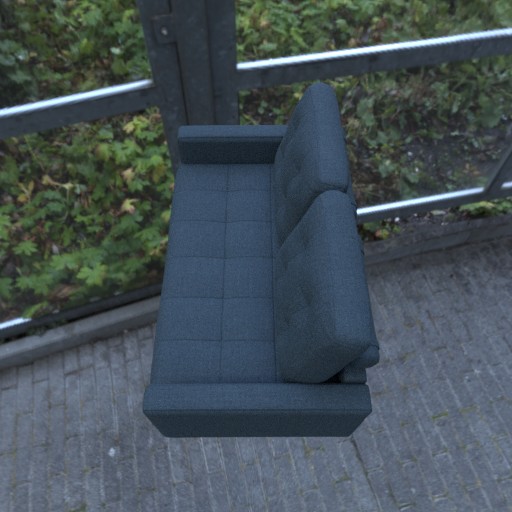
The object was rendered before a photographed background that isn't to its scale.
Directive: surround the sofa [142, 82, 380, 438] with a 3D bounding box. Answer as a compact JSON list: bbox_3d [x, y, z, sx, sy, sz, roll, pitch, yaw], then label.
[{"bbox_3d":[0.000,0.000,1.954,0.842,0.907,1.407,0,58,0],"label":"sofa"}]
